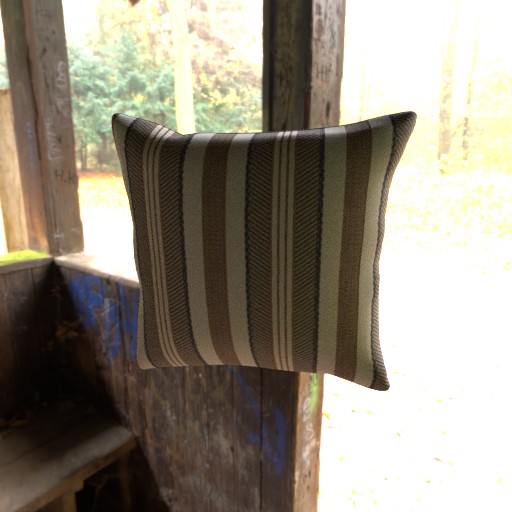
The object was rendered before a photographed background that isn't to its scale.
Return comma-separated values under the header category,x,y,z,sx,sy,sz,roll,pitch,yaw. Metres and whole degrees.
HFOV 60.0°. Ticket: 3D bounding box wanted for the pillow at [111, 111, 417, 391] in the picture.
category,x,y,z,sx,sy,sz,roll,pitch,yaw
pillow,0.000,0.000,0.646,0.416,0.401,0.173,2,15,9
